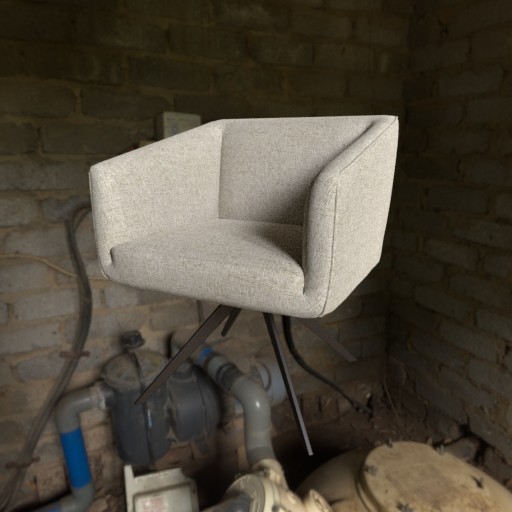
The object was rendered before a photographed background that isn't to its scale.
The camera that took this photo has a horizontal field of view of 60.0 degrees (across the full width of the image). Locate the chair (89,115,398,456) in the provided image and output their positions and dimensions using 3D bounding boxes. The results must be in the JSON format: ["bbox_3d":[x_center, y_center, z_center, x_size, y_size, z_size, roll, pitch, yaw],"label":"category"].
[{"bbox_3d":[0.000,0.000,1.227,0.628,0.760,0.623,7,16,26],"label":"chair"}]
